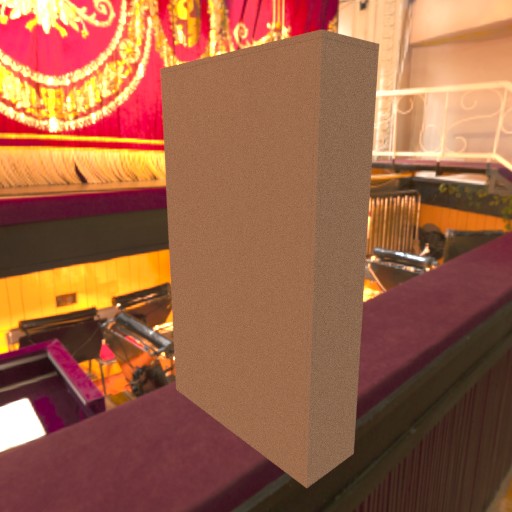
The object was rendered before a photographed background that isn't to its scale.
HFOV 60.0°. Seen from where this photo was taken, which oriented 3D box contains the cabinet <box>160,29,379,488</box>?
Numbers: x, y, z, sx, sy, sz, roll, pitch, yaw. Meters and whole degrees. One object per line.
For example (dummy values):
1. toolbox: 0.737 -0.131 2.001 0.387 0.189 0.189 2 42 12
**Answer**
1. cabinet: 0.000 0.000 1.548 0.250 1.280 0.750 -12 19 -40
